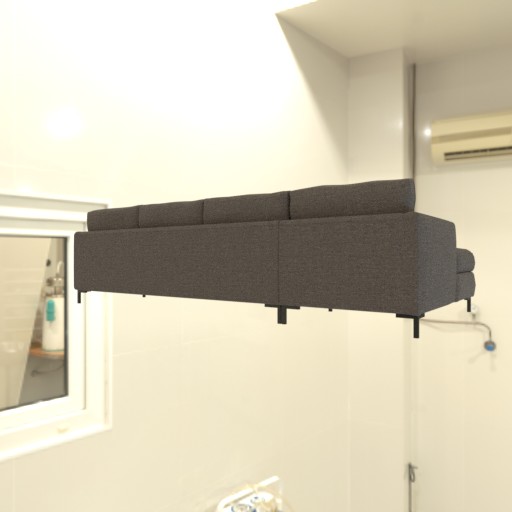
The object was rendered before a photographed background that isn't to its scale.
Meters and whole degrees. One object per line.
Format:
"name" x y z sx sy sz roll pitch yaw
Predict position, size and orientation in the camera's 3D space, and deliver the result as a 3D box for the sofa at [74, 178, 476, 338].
"sofa" 0.000 0.000 3.241 2.731 0.754 1.258 0 0 36
